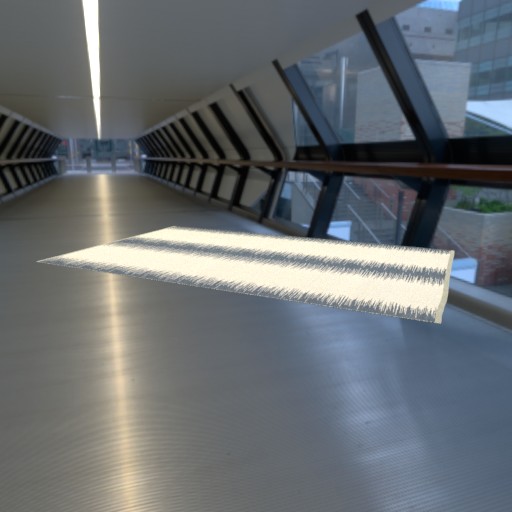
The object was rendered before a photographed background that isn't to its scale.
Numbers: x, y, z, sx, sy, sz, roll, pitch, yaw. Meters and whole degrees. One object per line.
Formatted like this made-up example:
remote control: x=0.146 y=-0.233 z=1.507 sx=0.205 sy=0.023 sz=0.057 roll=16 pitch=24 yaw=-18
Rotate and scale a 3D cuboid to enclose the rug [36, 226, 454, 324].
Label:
rug: x=0.000 y=0.000 z=3.032 sx=2.453 sy=0.003 sz=1.519 roll=6 pitch=15 yaw=25
